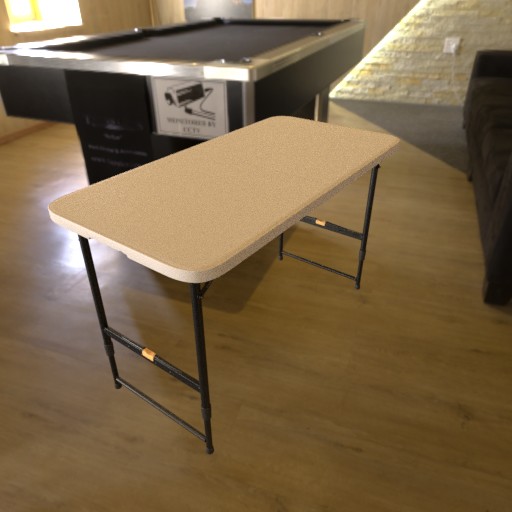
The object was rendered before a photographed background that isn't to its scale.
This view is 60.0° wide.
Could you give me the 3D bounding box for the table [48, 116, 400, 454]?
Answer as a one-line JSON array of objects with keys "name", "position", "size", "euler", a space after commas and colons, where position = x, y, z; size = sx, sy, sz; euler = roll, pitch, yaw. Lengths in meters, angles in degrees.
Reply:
[{"name": "table", "position": [0.000, 0.000, 1.700], "size": [0.611, 0.737, 1.245], "euler": [21, 38, 30]}]
